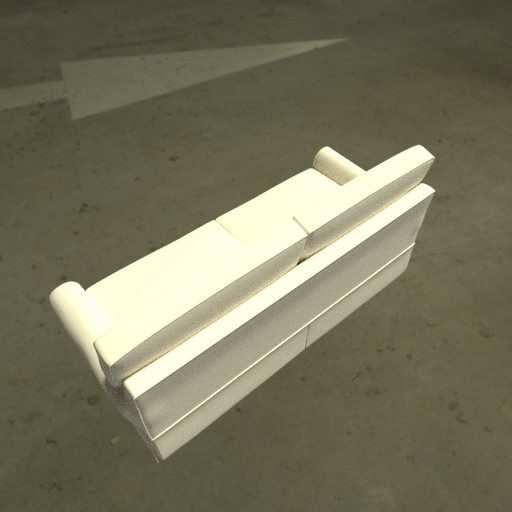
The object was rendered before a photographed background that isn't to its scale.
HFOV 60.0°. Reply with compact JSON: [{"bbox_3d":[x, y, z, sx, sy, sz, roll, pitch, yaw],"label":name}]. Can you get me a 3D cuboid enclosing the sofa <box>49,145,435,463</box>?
[{"bbox_3d":[0.000,0.000,2.453,2.021,0.937,0.862,-32,55,-26],"label":"sofa"}]
